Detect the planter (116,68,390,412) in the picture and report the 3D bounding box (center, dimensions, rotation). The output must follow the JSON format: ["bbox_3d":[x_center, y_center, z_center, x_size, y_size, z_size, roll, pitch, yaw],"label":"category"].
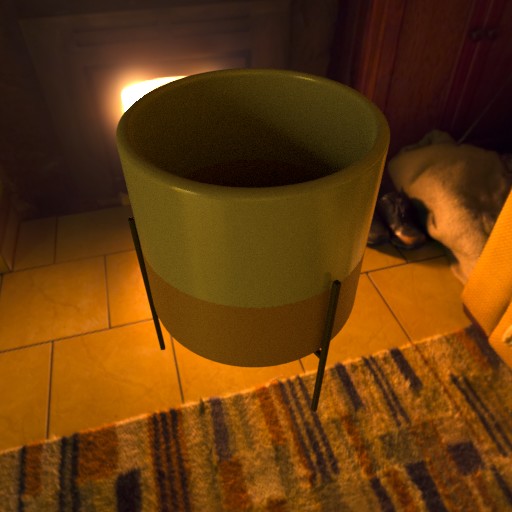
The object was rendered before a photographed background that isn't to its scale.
[{"bbox_3d":[0.000,0.000,0.726,0.348,0.480,0.360,-27,49,-25],"label":"planter"}]
